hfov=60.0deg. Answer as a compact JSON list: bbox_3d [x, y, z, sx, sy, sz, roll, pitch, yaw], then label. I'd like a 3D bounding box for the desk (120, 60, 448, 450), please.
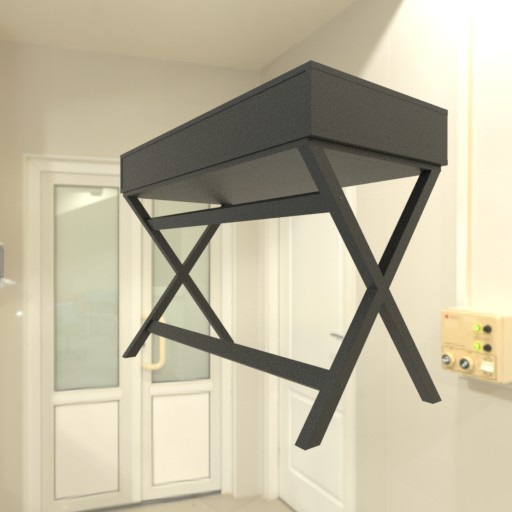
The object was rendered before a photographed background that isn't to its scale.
[{"bbox_3d":[0.000,0.000,1.458,0.525,0.780,1.057,0,0,-37],"label":"desk"}]
